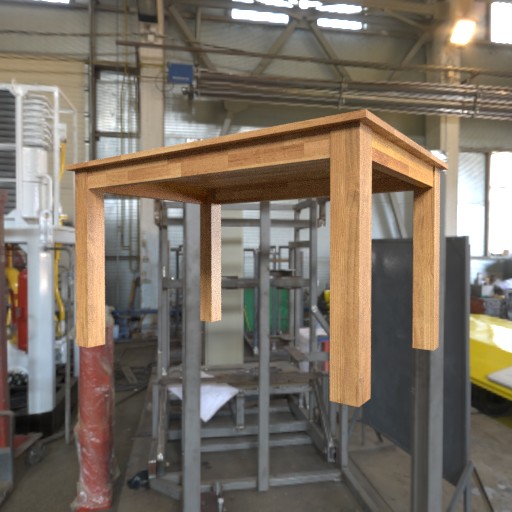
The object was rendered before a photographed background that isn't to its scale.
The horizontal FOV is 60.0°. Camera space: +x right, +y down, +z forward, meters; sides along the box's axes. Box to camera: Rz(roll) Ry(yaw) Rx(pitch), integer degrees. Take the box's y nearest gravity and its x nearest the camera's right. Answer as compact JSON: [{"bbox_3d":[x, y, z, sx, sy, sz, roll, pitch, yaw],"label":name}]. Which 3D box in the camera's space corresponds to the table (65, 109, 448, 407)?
[{"bbox_3d":[0.000,0.000,1.838,1.300,0.750,0.900,1,1,35],"label":"table"}]
